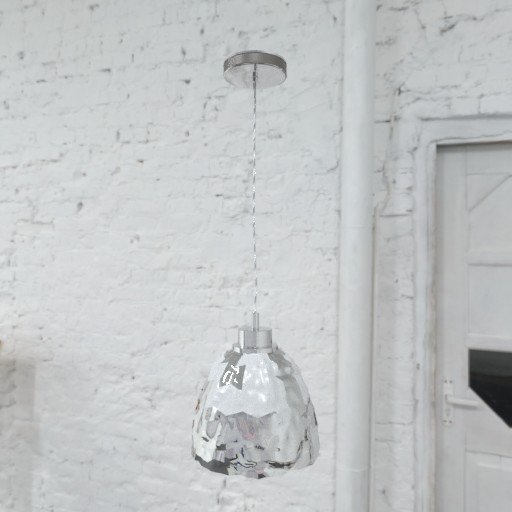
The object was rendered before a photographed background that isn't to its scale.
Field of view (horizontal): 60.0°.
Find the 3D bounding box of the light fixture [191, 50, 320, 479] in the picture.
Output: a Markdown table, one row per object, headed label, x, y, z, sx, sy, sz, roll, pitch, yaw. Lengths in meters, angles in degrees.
| label | x | y | z | sx | sy | sz | roll | pitch | yaw |
| --- | --- | --- | --- | --- | --- | --- | --- | --- | --- |
| light fixture | 0.000 | 0.000 | 1.746 | 0.500 | 1.511 | 0.496 | 0 | -1 | -2 |
